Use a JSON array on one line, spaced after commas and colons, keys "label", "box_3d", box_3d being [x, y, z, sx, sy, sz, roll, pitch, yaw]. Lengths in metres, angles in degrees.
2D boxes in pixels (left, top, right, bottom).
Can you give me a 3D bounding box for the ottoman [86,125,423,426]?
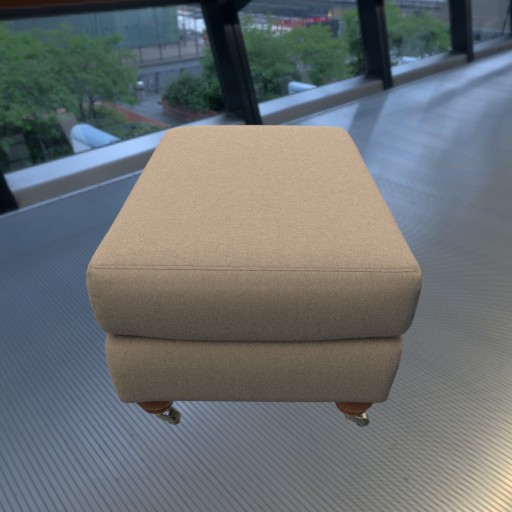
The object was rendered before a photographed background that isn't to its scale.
[{"label": "ottoman", "box_3d": [0.000, 0.000, 1.125, 0.574, 0.497, 0.773, 0, 33, 1]}]
